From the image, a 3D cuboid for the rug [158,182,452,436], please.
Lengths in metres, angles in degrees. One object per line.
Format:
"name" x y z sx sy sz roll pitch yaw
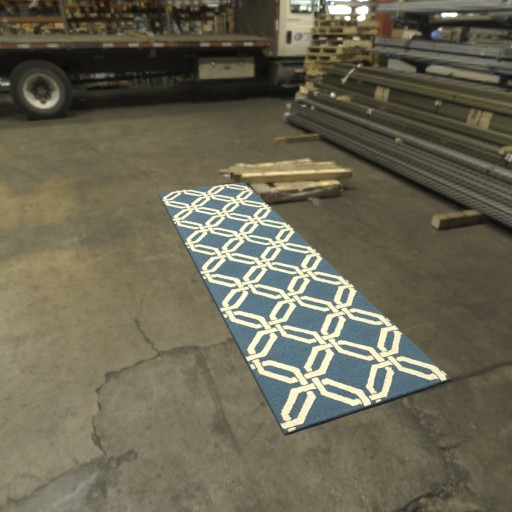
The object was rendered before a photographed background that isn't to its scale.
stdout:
"rug" 0.000 0.000 2.459 0.678 0.014 2.276 -11 31 -18
